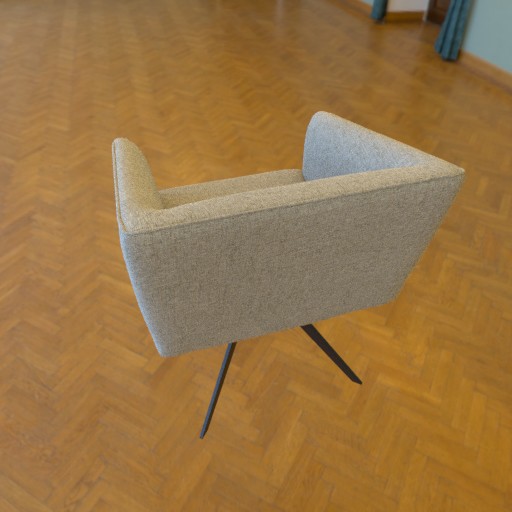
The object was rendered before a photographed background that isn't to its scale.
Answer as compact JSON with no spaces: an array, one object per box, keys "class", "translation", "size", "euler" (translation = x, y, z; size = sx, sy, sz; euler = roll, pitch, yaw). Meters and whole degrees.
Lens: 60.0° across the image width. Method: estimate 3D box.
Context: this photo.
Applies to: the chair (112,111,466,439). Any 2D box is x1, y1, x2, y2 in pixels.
[{"class":"chair","translation":[0.000,0.000,1.191],"size":[0.628,0.760,0.623],"euler":[-12,43,-13]}]
